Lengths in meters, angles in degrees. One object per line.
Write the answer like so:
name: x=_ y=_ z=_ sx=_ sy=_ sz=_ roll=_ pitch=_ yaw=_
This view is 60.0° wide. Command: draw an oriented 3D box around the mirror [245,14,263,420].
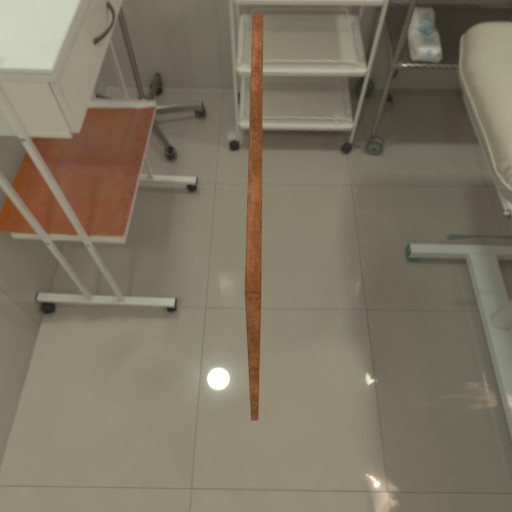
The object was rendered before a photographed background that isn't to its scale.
mirror: x=0.000 y=0.000 z=1.406 sx=0.028 sy=1.099 sz=0.796 roll=1 pitch=59 yaw=0
